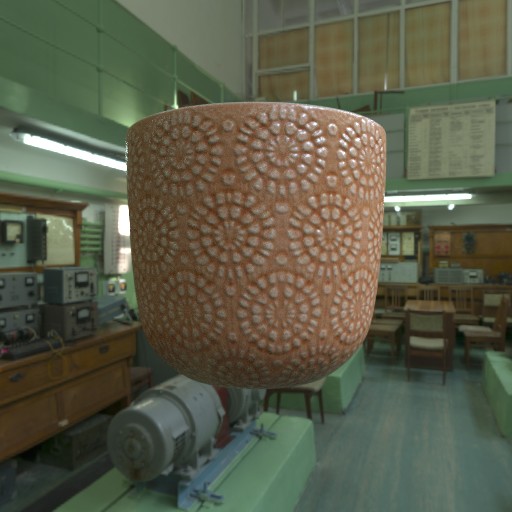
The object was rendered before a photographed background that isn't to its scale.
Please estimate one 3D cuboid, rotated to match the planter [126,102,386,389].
[{"bbox_3d":[0.000,0.000,0.370,0.208,0.190,0.208,0,1,0],"label":"planter"}]
